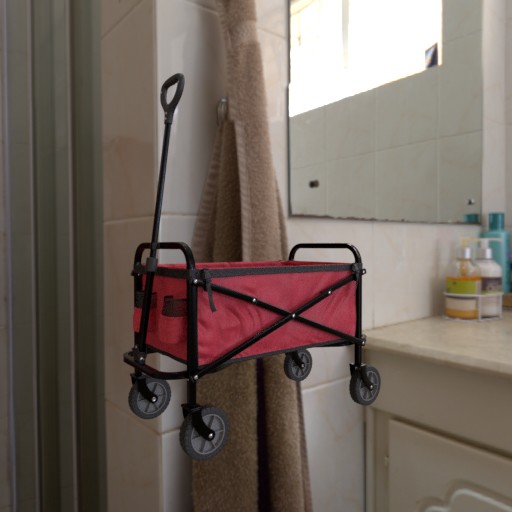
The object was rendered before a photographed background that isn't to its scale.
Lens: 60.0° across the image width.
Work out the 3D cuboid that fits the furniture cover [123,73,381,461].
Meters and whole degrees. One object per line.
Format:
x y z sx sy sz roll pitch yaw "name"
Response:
0.000 0.000 1.821 1.038 1.295 0.532 -1 2 -37 "furniture cover"
